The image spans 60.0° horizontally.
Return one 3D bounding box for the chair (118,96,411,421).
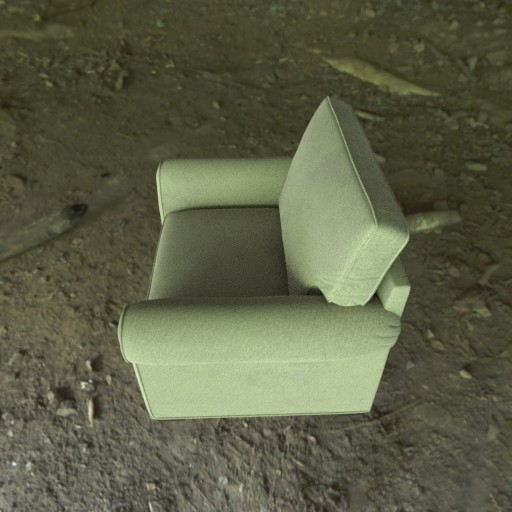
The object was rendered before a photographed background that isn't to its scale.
[{"bbox_3d":[0.000,0.000,1.901,0.939,1.044,1.147,-1,42,-1],"label":"chair"}]
